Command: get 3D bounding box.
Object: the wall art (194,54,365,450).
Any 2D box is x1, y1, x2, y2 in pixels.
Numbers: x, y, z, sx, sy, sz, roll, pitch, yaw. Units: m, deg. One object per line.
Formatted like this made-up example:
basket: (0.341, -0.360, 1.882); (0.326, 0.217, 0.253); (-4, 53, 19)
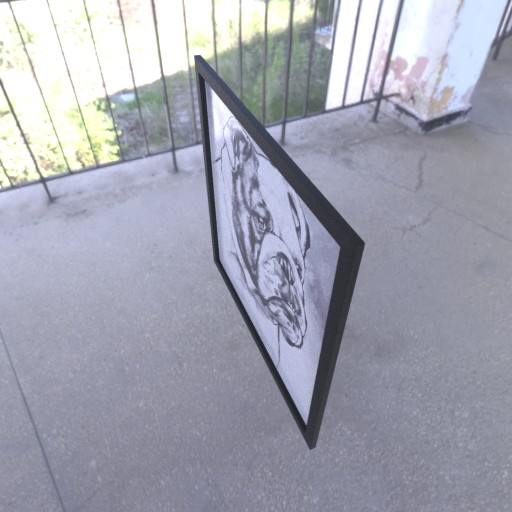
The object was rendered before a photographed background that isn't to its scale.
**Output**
wall art: (0.000, 0.000, 1.005); (0.016, 0.659, 0.663); (-17, 48, -16)
